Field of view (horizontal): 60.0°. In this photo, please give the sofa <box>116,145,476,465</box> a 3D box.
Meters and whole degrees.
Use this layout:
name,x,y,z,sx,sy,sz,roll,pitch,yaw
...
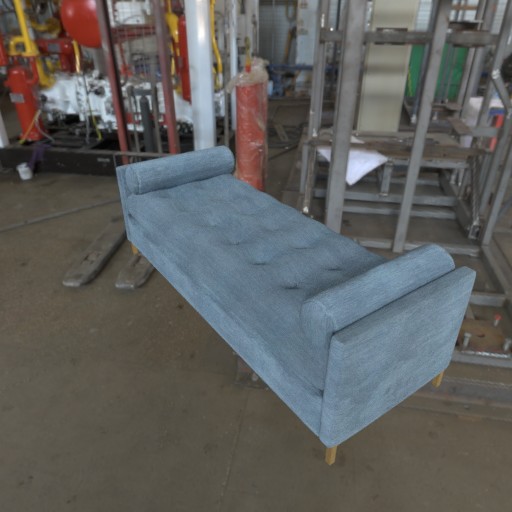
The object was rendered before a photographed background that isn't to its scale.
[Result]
name,x,y,z,sx,sy,sz,roll,pitch,yaw
sofa,0.000,0.000,2.502,0.796,0.705,2.102,-20,36,-30
